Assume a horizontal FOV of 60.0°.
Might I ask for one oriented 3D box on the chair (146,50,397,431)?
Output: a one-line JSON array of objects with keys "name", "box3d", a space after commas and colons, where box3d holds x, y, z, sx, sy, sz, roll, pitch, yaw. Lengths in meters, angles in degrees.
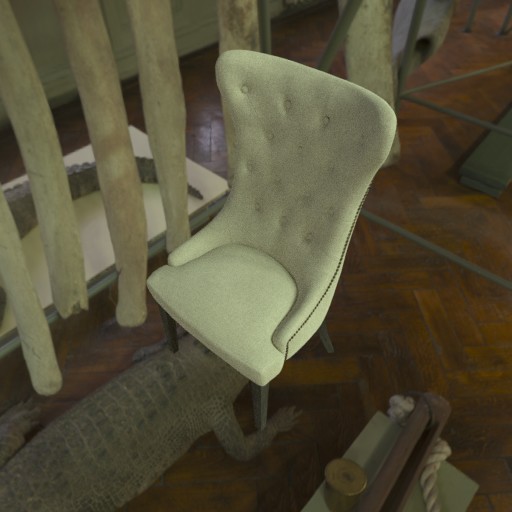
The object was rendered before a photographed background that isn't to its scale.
[{"name": "chair", "box3d": [0.000, 0.000, 1.441, 0.584, 1.065, 0.590, 33, 55, 27]}]
